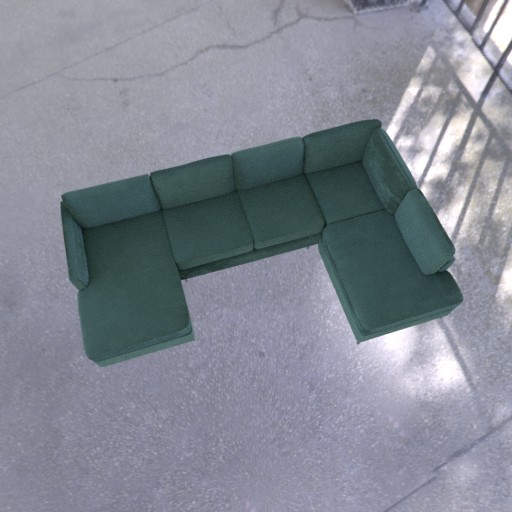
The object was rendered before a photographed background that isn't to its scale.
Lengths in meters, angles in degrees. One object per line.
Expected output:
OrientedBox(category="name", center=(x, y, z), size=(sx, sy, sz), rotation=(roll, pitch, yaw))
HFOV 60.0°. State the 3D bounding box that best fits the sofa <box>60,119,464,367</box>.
OrientedBox(category="sofa", center=(0.000, 0.000, 4.314), size=(3.434, 0.992, 2.055), rotation=(-15, 64, -8))
